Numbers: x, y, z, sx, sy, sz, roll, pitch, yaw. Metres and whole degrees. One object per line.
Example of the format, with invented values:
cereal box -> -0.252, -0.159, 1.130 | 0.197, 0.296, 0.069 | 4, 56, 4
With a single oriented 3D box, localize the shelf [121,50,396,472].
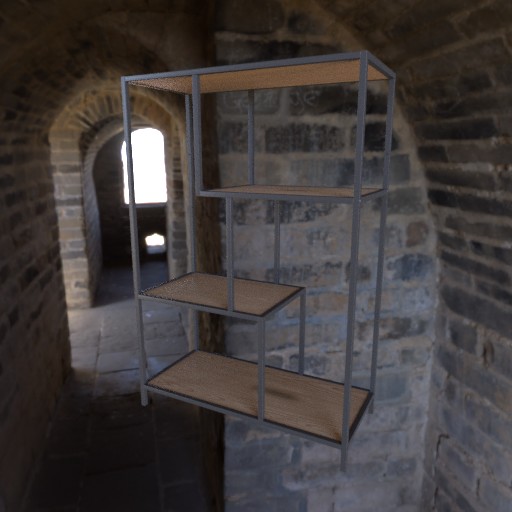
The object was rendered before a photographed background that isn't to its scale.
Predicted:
shelf -> 0.000, 0.000, 1.486 | 0.770, 1.138, 0.350 | 7, 14, 27
